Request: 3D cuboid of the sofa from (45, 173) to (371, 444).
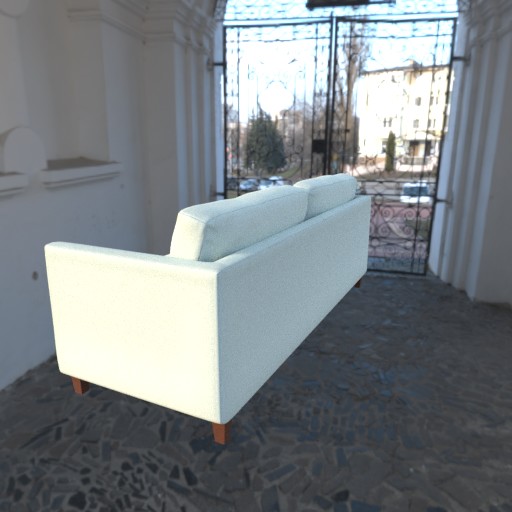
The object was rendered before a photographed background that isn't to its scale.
[{"bbox_3d":[0.000,0.000,2.871,0.948,0.965,2.434,7,16,26],"label":"sofa"}]
